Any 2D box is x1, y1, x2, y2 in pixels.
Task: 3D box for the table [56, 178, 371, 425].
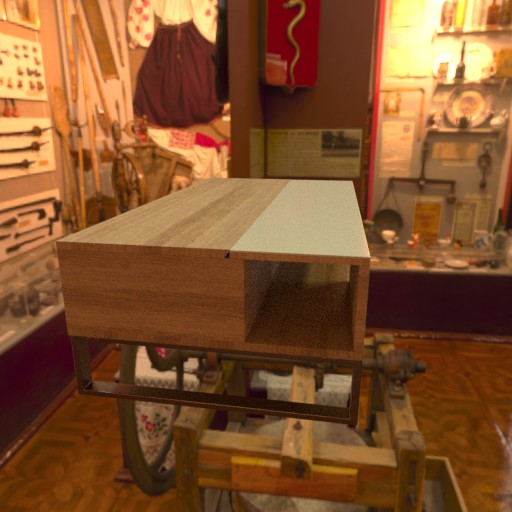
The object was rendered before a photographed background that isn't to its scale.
[{"bbox_3d":[0.000,0.000,1.386,0.600,0.350,1.100,3,17,10],"label":"table"}]
